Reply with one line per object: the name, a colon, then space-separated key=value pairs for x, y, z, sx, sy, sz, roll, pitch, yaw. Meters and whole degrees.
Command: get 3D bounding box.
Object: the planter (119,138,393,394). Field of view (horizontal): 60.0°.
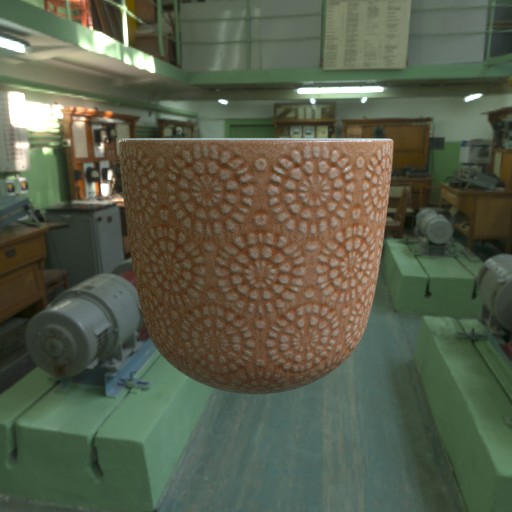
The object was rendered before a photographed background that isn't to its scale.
planter: x=0.000 y=0.000 z=0.372 sx=0.208 sy=0.190 sz=0.208 roll=0 pitch=15 yaw=0
